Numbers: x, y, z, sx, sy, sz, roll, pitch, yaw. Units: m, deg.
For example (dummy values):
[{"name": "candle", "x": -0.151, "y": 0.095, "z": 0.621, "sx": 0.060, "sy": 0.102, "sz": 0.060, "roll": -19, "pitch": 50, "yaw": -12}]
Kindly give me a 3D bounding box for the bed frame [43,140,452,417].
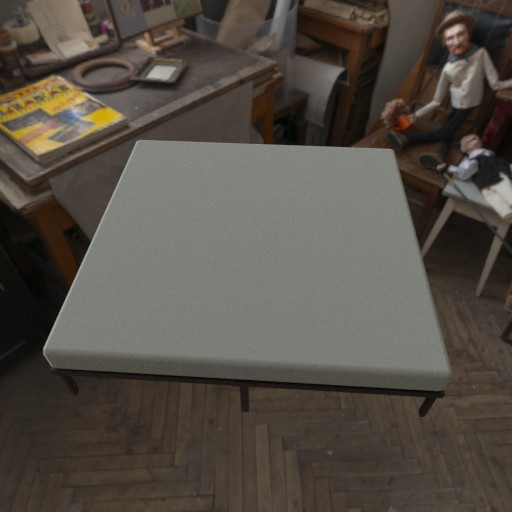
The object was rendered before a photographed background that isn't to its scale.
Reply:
[{"name": "bed frame", "x": 0.000, "y": 0.000, "z": 3.873, "sx": 2.635, "sy": 0.680, "sz": 2.526, "roll": 3, "pitch": 47, "yaw": 3}]
